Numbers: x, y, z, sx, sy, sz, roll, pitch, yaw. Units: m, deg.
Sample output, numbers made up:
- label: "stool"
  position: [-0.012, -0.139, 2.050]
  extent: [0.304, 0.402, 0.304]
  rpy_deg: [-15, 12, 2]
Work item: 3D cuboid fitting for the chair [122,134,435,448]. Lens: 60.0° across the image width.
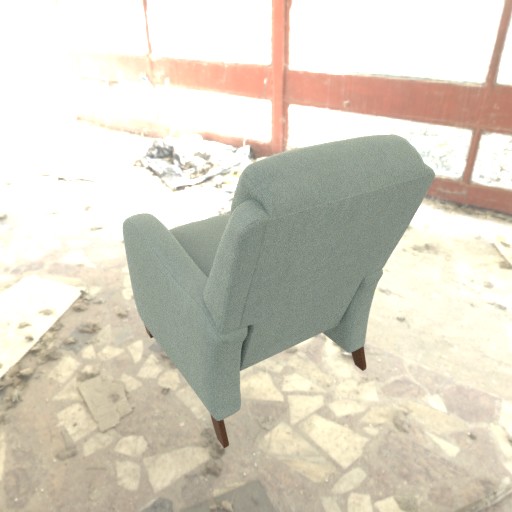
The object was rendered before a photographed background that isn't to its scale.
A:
- label: "chair"
  position: [0.000, 0.000, 1.765]
  extent: [0.785, 1.067, 0.988]
  rpy_deg: [-18, 34, -29]
